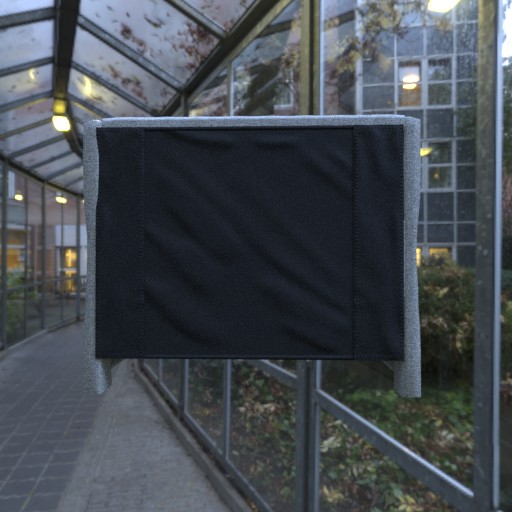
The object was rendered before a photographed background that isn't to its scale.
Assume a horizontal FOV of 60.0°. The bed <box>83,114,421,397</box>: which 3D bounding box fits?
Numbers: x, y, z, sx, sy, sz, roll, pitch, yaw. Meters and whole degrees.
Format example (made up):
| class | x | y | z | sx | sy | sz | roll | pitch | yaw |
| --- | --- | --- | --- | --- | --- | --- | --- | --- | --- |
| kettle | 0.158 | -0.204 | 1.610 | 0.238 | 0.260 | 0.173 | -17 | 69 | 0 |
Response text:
| class | x | y | z | sx | sy | sz | roll | pitch | yaw |
| --- | --- | --- | --- | --- | --- | --- | --- | --- | --- |
| bed | 0.000 | 0.000 | 3.954 | 2.219 | 1.771 | 2.347 | 0 | 0 | 2 |
